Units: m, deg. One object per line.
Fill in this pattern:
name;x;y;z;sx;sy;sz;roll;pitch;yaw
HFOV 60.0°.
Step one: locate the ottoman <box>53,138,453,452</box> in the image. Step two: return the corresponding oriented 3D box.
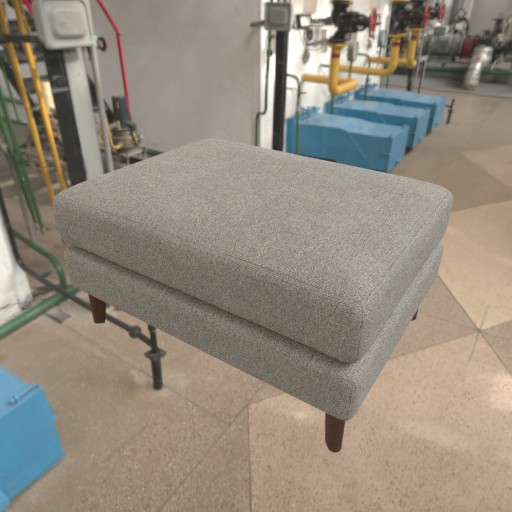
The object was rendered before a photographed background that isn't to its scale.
ottoman;0.000;0.000;1.178;0.821;0.441;0.611;19;35;29
